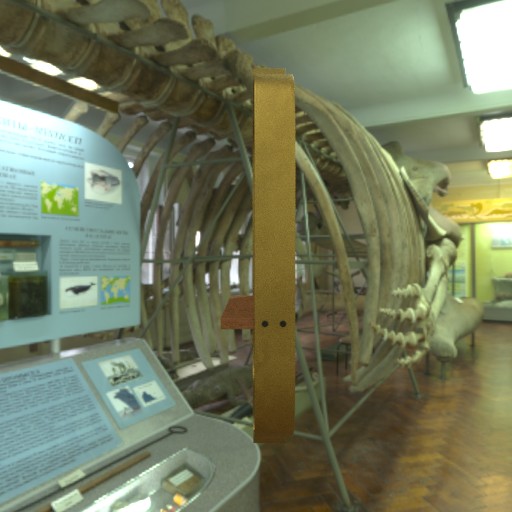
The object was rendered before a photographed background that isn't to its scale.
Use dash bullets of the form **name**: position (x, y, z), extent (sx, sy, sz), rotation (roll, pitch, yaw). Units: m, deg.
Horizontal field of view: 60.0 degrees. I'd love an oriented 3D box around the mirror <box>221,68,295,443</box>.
- **mirror**: position (0.000, 0.000, 0.725), extent (0.096, 0.613, 0.323), rotation (0, 0, -1)
